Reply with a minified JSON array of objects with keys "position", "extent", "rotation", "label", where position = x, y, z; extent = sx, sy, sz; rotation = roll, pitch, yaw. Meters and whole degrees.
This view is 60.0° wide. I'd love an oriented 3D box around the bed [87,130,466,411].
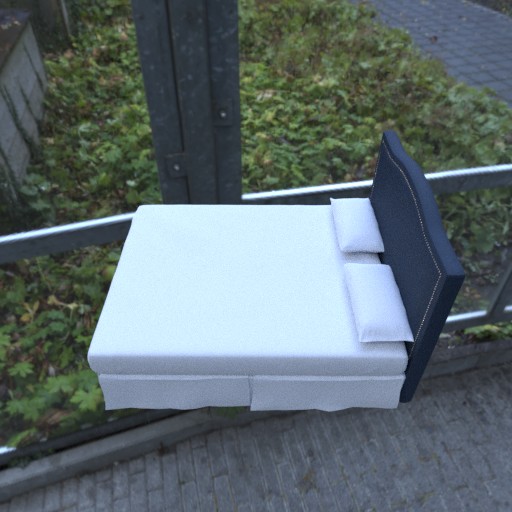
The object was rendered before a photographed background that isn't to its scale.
[{"position":[0.000,0.000,3.437],"extent":[2.282,1.436,1.821],"rotation":[0,42,0],"label":"bed"}]
